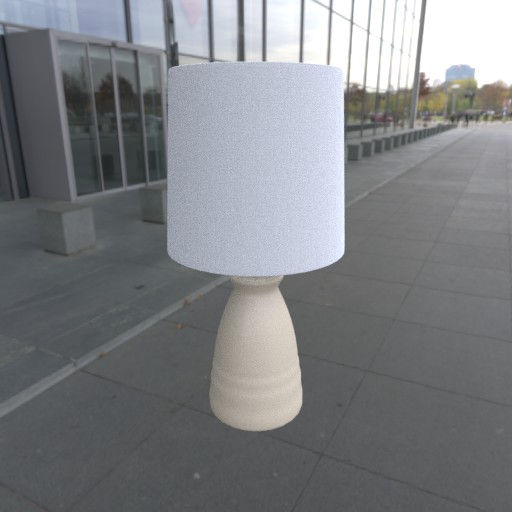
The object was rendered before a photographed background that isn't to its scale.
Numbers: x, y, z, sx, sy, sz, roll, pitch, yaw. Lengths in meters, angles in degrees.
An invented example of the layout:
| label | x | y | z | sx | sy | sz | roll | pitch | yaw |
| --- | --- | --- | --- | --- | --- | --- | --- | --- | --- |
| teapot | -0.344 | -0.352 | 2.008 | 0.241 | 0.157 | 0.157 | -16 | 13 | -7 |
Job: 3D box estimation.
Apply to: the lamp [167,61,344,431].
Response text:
| label | x | y | z | sx | sy | sz | roll | pitch | yaw |
| --- | --- | --- | --- | --- | --- | --- | --- | --- | --- |
| lamp | 0.000 | 0.000 | 0.478 | 0.186 | 0.369 | 0.186 | 0 | 18 | 0 |
